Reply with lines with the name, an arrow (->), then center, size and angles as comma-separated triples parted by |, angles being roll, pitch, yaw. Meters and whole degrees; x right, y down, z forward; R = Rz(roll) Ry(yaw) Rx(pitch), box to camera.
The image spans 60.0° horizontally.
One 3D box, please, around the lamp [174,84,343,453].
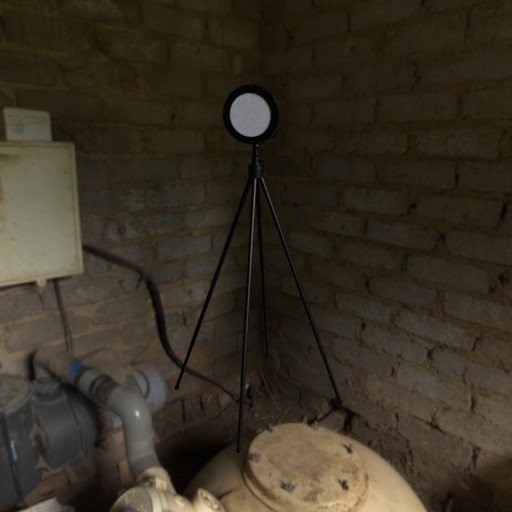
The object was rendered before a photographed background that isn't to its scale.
lamp -> 0.000, 0.000, 2.099 | 0.879, 1.504, 0.884 | 2, 15, 9
